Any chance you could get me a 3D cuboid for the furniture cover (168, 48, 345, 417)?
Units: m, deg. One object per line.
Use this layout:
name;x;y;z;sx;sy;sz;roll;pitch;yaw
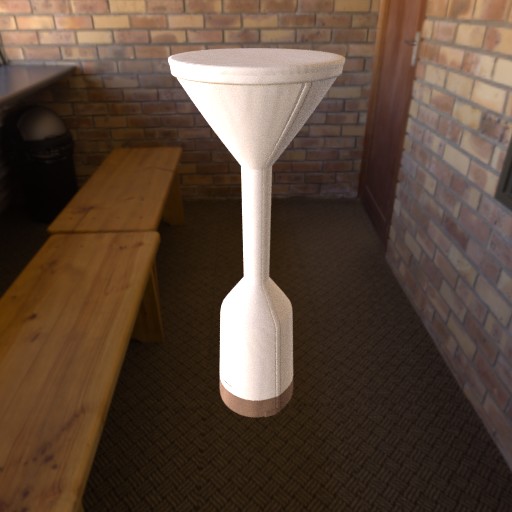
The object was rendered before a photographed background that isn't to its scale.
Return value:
furniture cover;0.000;0.000;2.914;0.914;2.413;0.914;-19;35;-29
